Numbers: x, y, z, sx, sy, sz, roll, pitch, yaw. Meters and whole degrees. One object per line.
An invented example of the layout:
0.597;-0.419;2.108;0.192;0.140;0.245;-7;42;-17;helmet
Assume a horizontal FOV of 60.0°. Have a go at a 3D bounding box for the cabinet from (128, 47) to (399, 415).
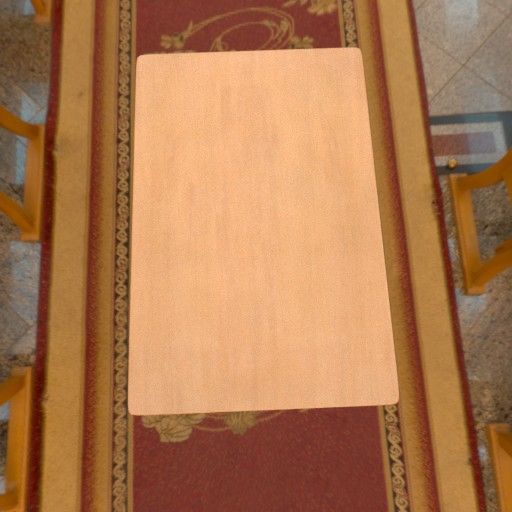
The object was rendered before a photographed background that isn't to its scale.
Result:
0.000;0.000;1.272;0.503;0.762;0.763;-2;77;-1;cabinet
